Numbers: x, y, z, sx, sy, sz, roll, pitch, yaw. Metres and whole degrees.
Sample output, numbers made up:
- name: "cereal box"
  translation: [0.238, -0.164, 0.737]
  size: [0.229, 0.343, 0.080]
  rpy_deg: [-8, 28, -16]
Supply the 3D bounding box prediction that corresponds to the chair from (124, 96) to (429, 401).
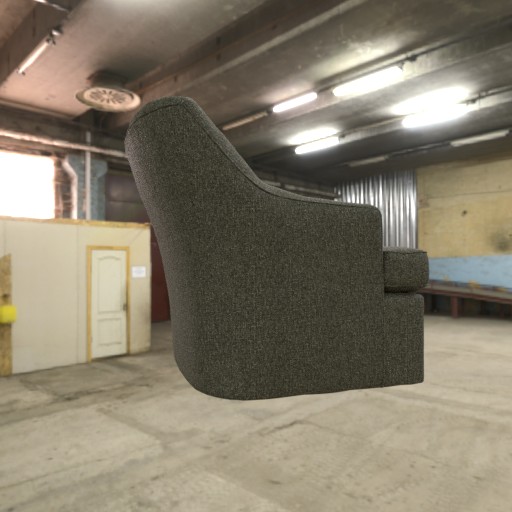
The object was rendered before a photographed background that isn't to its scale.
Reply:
- name: "chair"
  translation: [0.000, 0.000, 1.607]
  size: [0.923, 0.856, 0.864]
  rpy_deg: [1, -2, -17]
